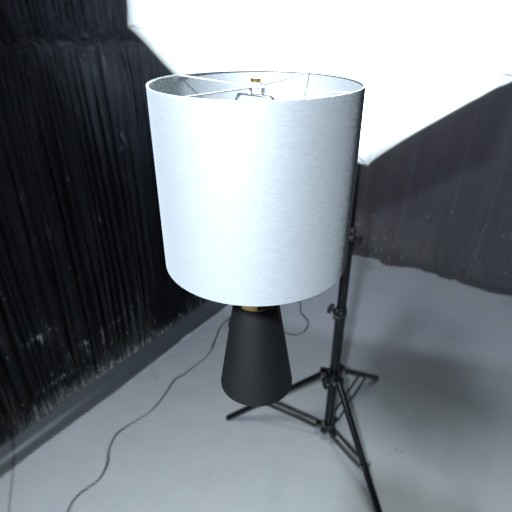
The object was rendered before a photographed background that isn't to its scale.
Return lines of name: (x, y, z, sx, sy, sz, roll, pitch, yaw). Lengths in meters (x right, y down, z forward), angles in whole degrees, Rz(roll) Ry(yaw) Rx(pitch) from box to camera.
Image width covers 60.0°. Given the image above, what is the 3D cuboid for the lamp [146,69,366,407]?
lamp: (0.000, 0.000, 0.770, 0.308, 0.580, 0.308, 19, 34, 31)
